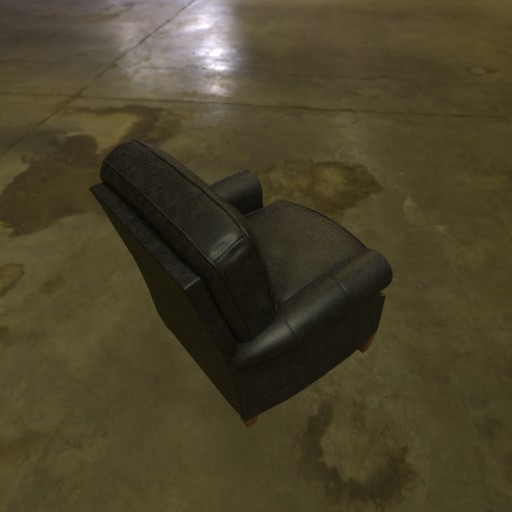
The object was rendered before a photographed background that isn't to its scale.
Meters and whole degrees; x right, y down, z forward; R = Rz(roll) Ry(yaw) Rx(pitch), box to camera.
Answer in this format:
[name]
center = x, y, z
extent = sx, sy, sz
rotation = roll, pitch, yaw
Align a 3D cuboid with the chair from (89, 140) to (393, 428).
[chair]
center = 0.000, 0.000, 1.806
extent = 0.986, 1.018, 0.936
rotation = -26, 45, -28
